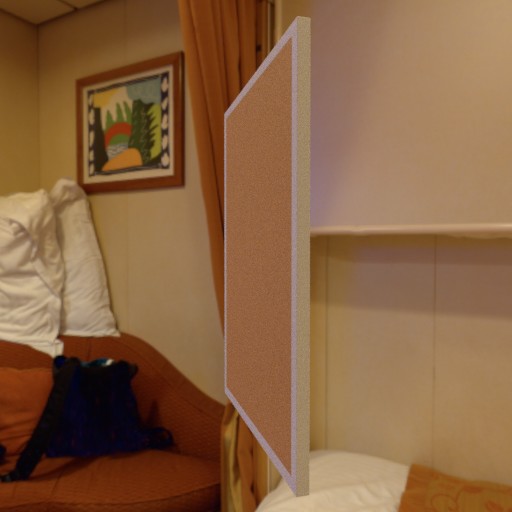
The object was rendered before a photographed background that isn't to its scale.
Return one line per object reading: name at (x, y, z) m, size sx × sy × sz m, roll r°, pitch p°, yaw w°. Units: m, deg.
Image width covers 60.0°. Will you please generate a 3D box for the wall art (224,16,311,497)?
wall art at (0.000, 0.000, 0.546) m, size 0.013 × 0.433 × 0.303 m, roll 0°, pitch 1°, yaw -16°
